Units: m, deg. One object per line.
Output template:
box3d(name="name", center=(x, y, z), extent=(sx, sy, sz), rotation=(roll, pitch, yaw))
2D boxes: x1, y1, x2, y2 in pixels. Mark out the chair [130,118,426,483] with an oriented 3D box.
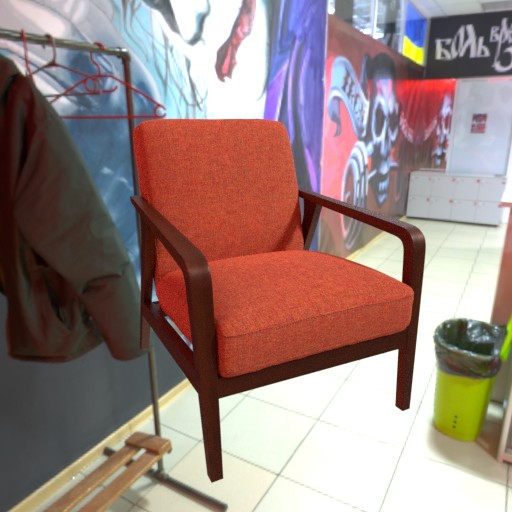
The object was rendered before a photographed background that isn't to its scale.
box3d(name="chair", center=(0.000, 0.000, 1.488), extent=(0.719, 0.890, 0.860), rotation=(-8, 19, -26))
